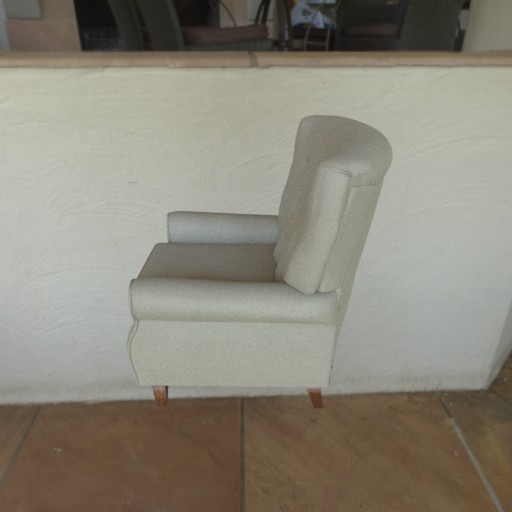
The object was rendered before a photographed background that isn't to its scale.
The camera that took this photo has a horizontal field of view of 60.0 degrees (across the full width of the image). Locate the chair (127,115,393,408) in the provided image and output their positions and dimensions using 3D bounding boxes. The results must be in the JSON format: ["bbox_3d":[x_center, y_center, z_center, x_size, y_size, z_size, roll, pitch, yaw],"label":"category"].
[{"bbox_3d":[0.000,0.000,2.005,1.059,1.158,0.943,1,26,1],"label":"chair"}]
